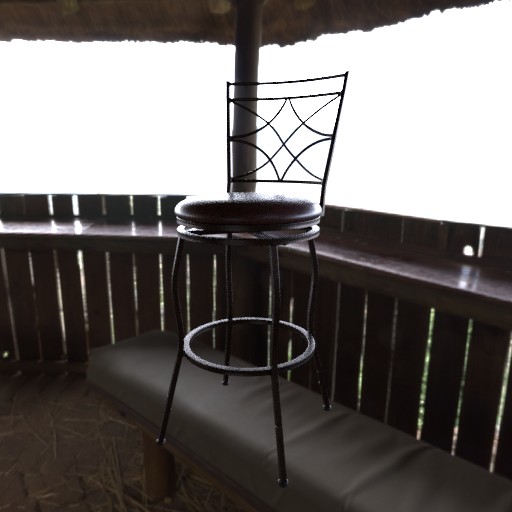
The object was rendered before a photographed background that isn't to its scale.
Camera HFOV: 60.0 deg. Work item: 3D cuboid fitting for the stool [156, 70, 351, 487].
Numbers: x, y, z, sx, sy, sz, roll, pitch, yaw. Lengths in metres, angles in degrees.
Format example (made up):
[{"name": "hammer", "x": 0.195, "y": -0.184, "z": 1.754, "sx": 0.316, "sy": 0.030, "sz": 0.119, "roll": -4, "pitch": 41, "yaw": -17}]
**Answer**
[{"name": "stool", "x": 0.000, "y": 0.000, "z": 1.380, "sx": 0.434, "sy": 1.117, "sz": 0.534, "roll": 6, "pitch": 14, "yaw": 25}]
